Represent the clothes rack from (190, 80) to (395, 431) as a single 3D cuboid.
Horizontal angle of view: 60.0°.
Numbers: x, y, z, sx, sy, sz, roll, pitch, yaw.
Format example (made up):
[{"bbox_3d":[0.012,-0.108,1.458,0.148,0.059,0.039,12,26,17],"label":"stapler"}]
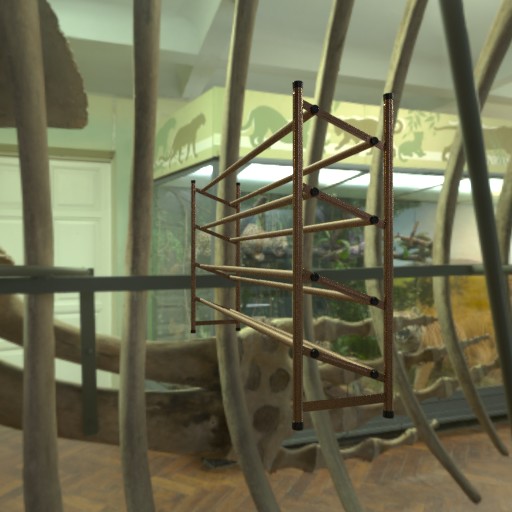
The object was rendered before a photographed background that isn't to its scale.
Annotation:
[{"bbox_3d":[0.000,0.000,1.434,0.229,0.672,1.168,0,0,-18],"label":"clothes rack"}]
